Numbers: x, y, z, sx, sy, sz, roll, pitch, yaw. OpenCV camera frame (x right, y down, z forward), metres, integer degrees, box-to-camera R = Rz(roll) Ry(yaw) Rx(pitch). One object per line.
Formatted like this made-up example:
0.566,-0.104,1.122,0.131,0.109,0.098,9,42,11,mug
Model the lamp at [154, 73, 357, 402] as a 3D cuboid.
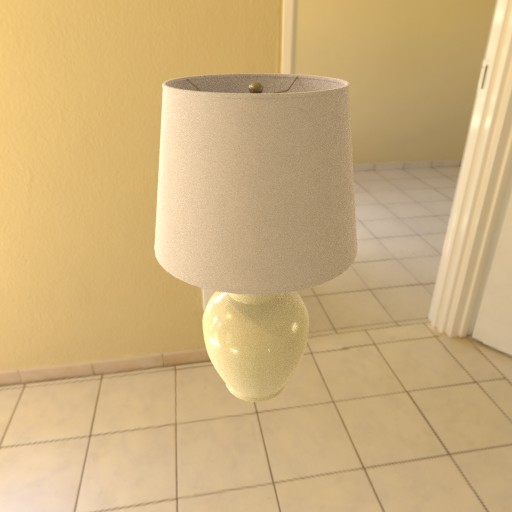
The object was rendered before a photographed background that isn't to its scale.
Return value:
0.000,0.000,0.543,0.239,0.399,0.239,0,27,0,lamp
